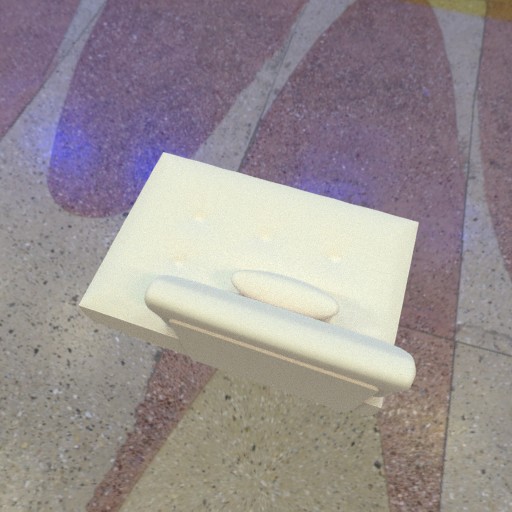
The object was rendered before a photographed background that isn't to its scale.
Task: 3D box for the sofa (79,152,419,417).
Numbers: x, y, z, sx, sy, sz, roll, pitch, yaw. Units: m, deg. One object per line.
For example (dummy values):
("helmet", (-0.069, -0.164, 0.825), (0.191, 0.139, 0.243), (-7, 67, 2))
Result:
("sofa", (0.000, 0.000, 2.106), (1.450, 0.820, 1.000), (17, 64, 8))
